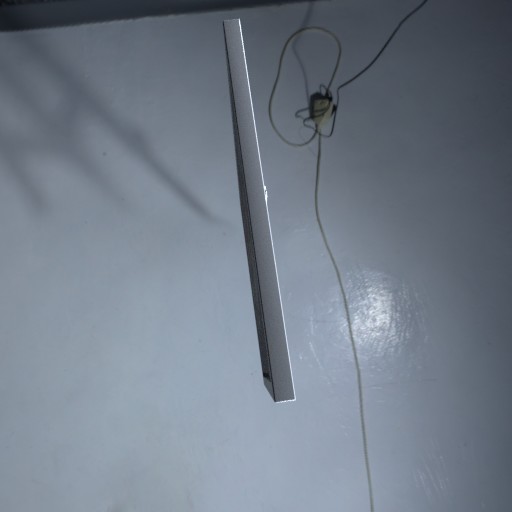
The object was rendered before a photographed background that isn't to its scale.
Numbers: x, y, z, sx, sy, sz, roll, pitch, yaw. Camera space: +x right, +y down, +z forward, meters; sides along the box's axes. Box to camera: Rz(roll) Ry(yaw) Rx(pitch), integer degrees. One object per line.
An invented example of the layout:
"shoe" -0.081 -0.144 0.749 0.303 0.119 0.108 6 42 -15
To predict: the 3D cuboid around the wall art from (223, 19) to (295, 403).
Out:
"wall art" 0.000 0.000 1.383 0.042 1.056 0.805 -7 76 -2
